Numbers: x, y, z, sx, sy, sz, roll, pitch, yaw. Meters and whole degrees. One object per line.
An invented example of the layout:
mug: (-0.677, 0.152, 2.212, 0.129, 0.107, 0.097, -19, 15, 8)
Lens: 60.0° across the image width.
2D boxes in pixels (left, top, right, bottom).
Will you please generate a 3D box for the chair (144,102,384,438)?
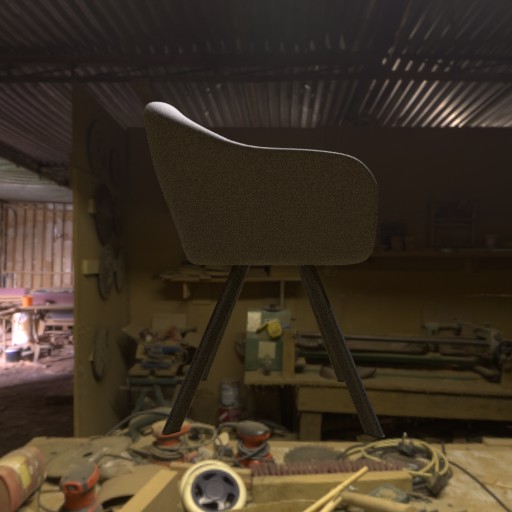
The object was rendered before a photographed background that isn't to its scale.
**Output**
chair: (0.000, 0.000, 1.188, 0.570, 0.780, 0.540, 0, 0, 2)
